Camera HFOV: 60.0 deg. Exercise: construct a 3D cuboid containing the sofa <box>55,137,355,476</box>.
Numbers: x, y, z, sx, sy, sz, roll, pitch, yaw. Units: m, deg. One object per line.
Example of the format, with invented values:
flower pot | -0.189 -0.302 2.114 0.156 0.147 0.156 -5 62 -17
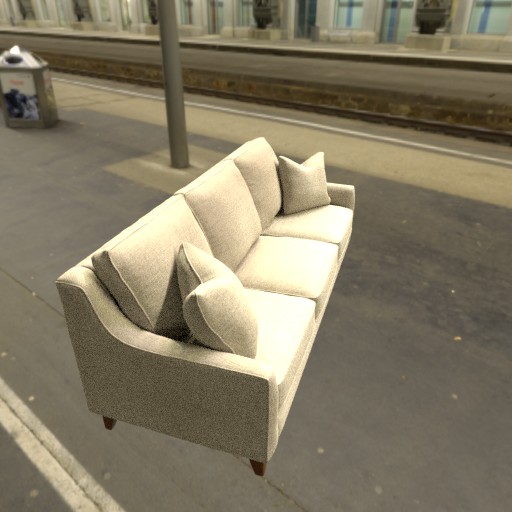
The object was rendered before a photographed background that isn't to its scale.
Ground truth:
sofa | 0.000 0.000 2.480 0.865 0.914 2.031 10 31 17
